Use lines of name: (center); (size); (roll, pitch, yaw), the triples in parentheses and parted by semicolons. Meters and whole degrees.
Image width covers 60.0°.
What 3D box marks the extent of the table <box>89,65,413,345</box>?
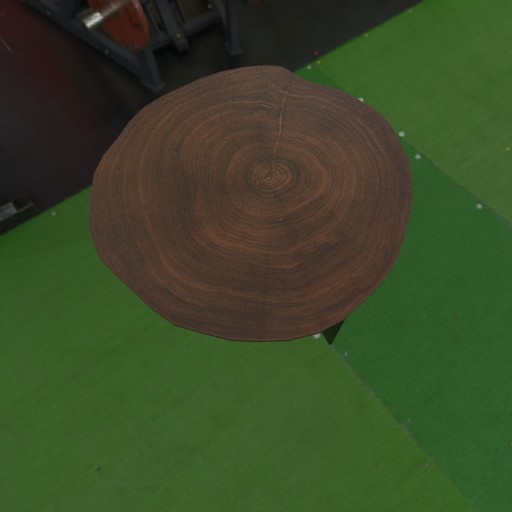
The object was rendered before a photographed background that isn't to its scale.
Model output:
table: (0.000, 0.000, 0.872); (0.494, 0.476, 0.477); (-33, 67, -16)
